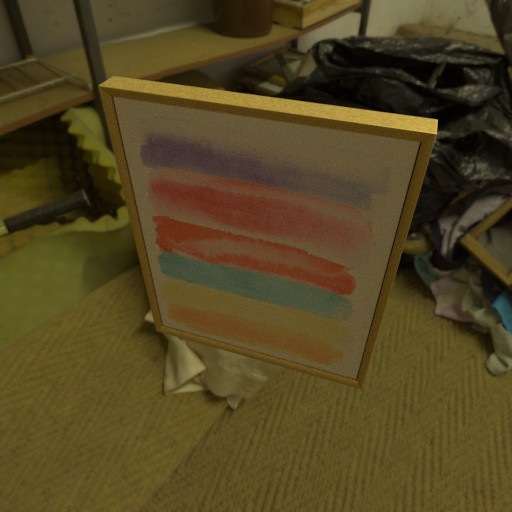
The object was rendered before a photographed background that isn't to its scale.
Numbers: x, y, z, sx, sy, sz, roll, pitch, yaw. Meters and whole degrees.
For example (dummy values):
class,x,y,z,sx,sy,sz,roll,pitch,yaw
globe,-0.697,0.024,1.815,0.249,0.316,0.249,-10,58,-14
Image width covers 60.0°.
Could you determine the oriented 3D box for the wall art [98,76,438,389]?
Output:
class,x,y,z,sx,sy,sz,roll,pitch,yaw
wall art,0.000,0.000,0.900,0.537,0.642,0.048,13,43,14
